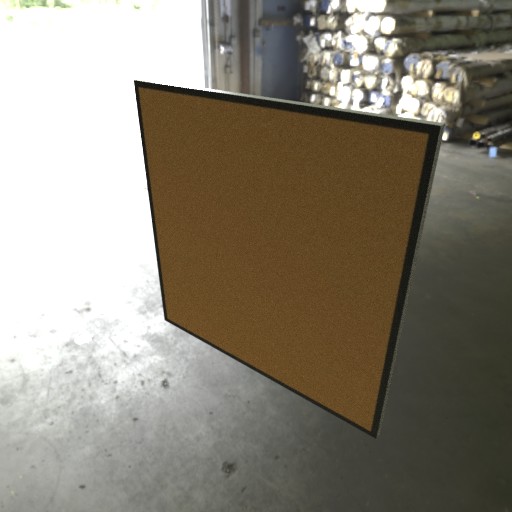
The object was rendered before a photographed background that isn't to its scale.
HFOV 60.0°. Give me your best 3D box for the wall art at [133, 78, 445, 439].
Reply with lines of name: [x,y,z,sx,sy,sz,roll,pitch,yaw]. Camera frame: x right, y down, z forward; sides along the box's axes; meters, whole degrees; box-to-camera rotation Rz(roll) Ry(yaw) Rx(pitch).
wall art: [0.000,0.000,1.168,0.805,0.803,0.022,21,36,32]
